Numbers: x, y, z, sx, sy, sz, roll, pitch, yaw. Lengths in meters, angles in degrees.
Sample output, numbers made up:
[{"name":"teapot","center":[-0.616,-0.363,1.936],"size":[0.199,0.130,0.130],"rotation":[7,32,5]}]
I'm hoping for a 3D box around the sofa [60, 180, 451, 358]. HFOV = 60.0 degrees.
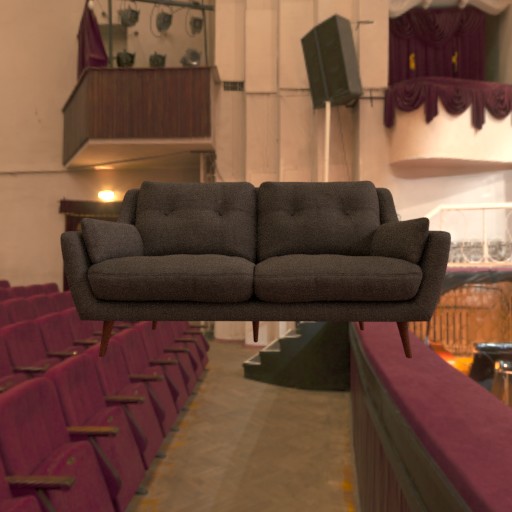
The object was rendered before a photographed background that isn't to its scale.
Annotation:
[{"name":"sofa","center":[0.000,0.000,2.269],"size":[1.646,0.887,0.976],"rotation":[0,-1,1]}]
